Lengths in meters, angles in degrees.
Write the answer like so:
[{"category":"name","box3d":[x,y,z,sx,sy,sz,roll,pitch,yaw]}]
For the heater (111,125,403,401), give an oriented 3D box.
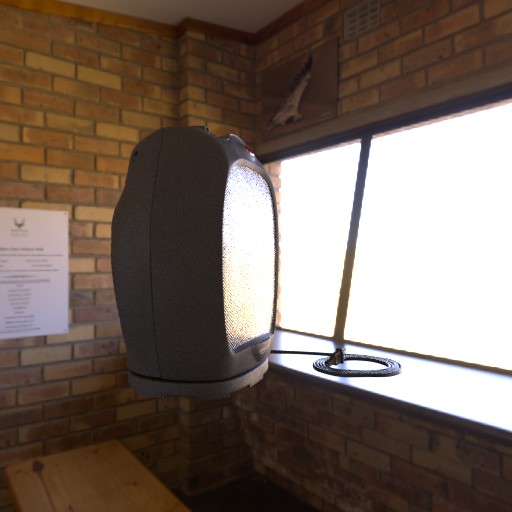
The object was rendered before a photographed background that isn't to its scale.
[{"category":"heater","box3d":[0.000,0.000,0.471,0.291,0.255,0.239,0,0,21]}]
